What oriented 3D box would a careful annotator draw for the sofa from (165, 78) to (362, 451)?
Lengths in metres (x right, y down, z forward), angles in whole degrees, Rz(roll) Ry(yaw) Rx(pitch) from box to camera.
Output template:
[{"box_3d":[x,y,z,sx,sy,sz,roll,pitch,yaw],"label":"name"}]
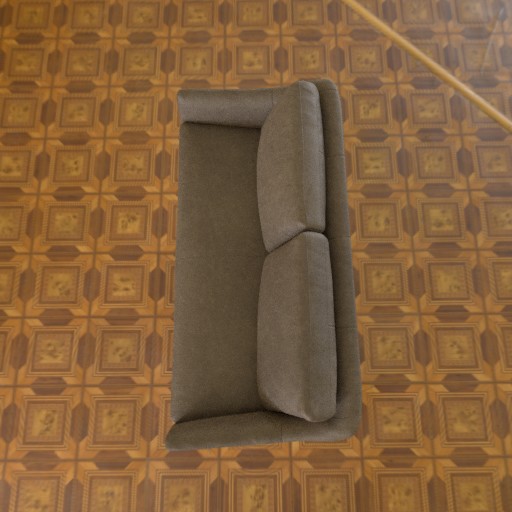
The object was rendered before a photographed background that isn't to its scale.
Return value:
[{"box_3d":[0.000,0.000,2.555,0.960,0.902,2.036,-1,75,0],"label":"sofa"}]
